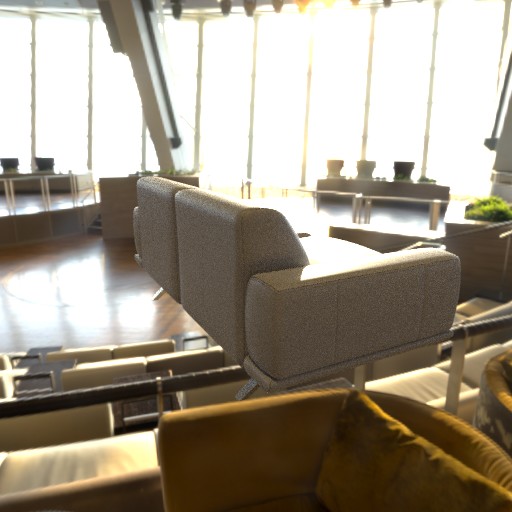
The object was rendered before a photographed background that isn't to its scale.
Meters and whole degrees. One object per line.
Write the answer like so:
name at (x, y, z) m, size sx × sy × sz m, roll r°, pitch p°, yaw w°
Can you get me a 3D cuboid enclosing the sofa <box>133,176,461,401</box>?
sofa at (0.000, 0.000, 2.387) m, size 0.900 × 0.772 × 1.901 m, roll -8°, pitch 17°, yaw -27°
